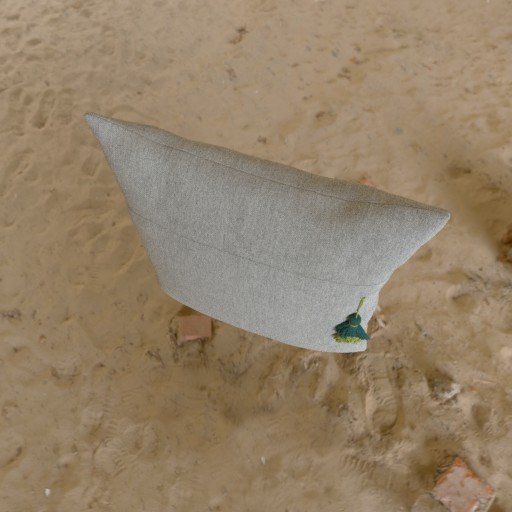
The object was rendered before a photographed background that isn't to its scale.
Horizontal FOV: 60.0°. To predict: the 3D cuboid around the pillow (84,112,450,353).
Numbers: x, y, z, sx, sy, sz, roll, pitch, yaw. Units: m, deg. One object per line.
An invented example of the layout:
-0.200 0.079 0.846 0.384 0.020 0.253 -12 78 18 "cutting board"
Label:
0.000 0.000 0.680 0.433 0.436 0.173 18 60 11 "pillow"
